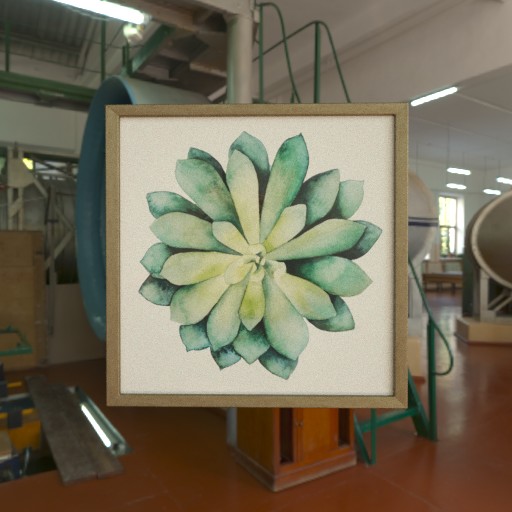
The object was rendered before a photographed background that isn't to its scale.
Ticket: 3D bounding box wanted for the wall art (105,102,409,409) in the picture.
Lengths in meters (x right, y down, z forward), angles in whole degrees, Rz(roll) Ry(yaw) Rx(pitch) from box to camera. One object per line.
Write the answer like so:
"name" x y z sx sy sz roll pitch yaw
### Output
"wall art" 0.000 0.000 0.757 0.503 0.506 0.040 0 1 1
